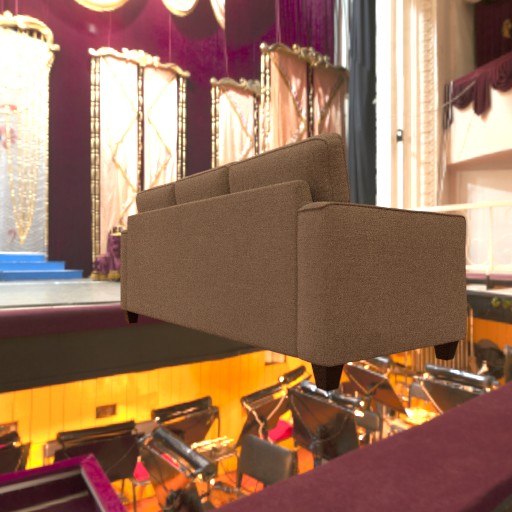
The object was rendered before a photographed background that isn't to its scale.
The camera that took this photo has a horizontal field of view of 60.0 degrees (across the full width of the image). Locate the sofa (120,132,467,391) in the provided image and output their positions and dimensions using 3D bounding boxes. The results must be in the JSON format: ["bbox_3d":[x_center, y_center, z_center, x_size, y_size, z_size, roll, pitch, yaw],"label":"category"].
[{"bbox_3d":[0.000,0.000,2.640,0.939,0.965,2.133,0,0,-36],"label":"sofa"}]
